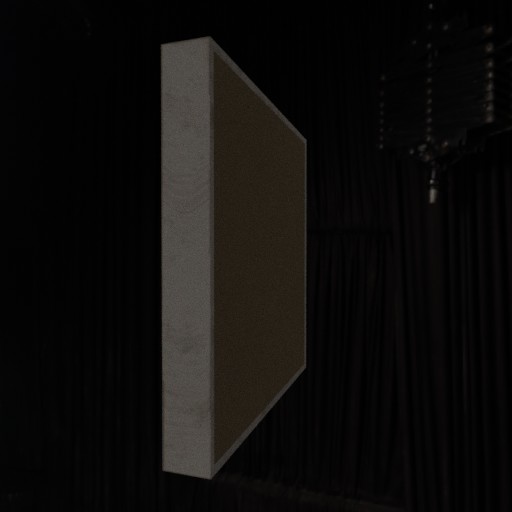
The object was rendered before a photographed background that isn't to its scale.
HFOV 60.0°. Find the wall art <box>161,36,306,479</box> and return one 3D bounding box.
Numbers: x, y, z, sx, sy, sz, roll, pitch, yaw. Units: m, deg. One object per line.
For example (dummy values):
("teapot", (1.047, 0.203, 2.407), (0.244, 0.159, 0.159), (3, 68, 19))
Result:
("wall art", (0.000, 0.000, 0.453), (0.038, 0.303, 0.305), (0, 1, 19))
